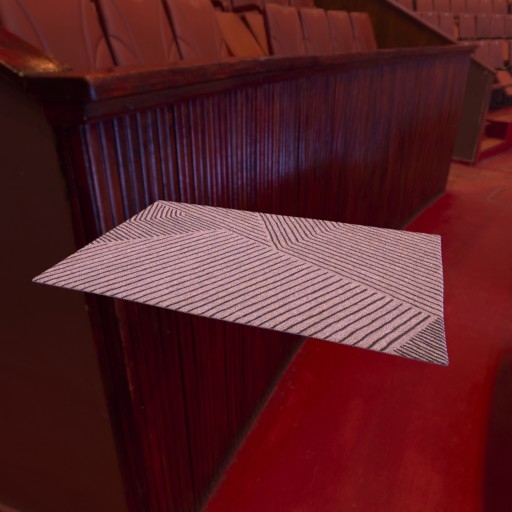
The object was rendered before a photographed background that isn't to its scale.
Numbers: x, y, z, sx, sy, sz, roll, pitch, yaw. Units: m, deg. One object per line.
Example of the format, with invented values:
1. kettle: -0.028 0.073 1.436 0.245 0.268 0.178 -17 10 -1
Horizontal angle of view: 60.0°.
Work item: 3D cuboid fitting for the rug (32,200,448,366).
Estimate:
1. rug: 0.000 0.000 3.034 2.406 0.023 1.539 9 28 17
